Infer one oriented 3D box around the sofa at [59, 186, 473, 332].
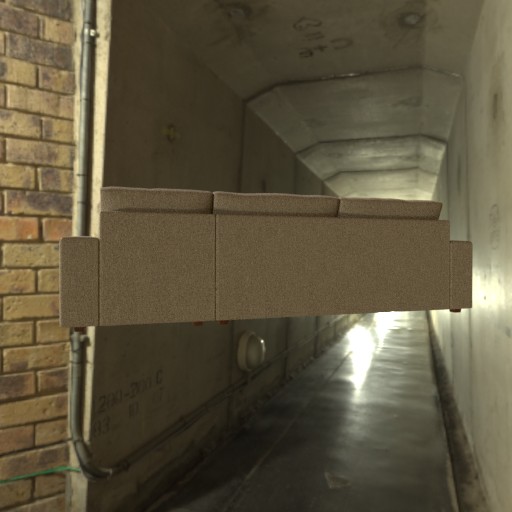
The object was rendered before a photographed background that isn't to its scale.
[{"bbox_3d":[0.000,0.000,3.552,2.718,0.813,1.689,0,0,-18],"label":"sofa"}]
